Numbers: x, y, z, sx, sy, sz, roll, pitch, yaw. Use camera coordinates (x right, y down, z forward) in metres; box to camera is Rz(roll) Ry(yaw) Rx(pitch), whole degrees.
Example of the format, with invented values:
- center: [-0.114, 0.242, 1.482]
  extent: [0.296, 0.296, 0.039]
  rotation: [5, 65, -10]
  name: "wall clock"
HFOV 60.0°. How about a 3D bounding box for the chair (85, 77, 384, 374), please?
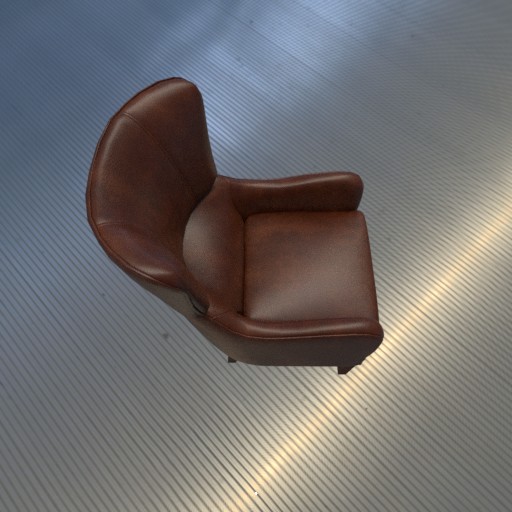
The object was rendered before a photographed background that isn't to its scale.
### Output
- center: [0.000, 0.000, 1.636]
  extent: [0.914, 1.048, 0.692]
  rotation: [0, 62, 0]
  name: "chair"
